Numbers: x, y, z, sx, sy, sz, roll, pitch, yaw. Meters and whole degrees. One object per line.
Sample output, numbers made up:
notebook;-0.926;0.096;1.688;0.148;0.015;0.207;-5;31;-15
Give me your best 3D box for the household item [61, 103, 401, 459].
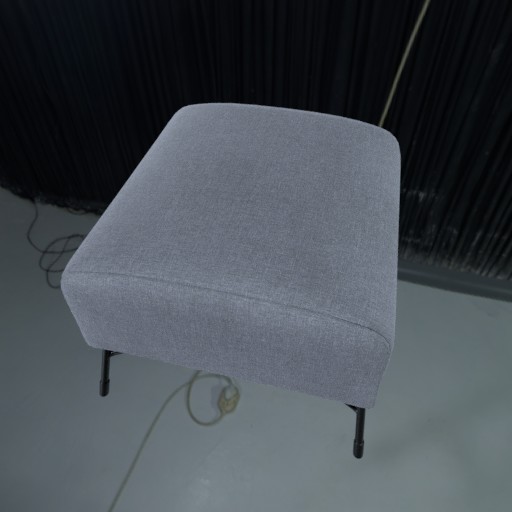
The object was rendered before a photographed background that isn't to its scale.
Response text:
household item;0.000;0.000;0.881;0.530;0.410;0.530;10;48;9
